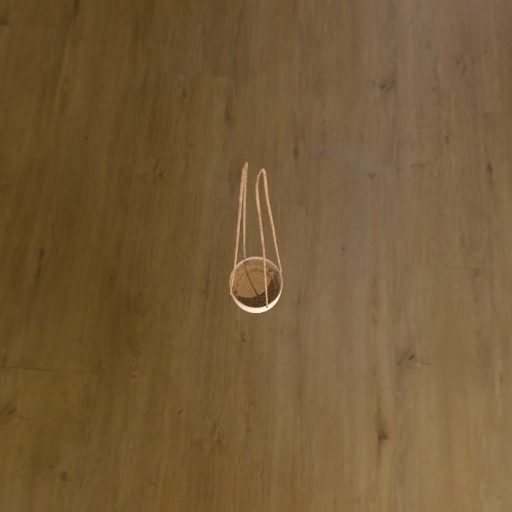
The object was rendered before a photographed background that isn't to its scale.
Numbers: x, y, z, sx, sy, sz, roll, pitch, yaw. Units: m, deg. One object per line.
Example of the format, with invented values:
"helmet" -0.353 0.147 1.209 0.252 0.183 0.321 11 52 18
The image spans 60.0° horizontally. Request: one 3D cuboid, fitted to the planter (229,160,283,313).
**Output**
"planter" 0.000 0.000 0.927 0.146 0.841 0.146 20 77 5
